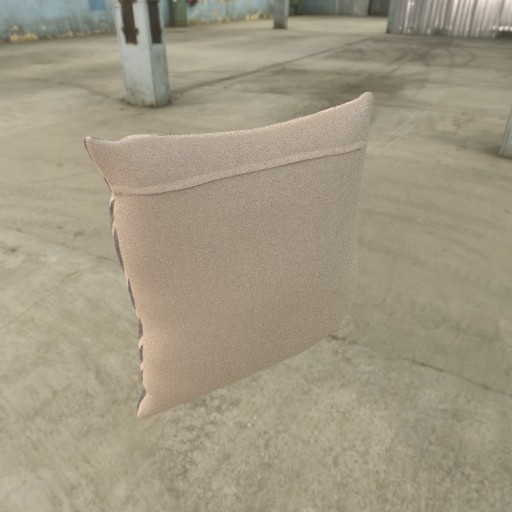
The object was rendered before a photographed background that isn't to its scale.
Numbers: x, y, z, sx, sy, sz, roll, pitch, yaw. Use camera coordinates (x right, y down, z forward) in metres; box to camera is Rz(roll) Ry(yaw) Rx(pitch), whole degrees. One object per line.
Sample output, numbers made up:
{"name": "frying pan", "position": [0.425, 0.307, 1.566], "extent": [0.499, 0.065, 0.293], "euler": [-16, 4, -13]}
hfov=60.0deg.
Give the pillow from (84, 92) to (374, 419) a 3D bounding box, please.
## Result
{"name": "pillow", "position": [0.000, 0.000, 0.678], "extent": [0.440, 0.441, 0.182], "euler": [-18, 35, -29]}
